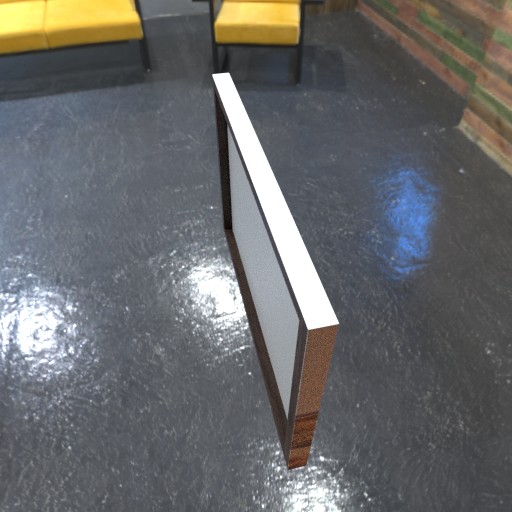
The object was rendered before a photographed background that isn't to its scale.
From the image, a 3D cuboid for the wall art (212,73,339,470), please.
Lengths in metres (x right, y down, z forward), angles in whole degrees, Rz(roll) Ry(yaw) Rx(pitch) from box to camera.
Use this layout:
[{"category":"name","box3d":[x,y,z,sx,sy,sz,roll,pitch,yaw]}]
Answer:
[{"category":"wall art","box3d":[0.000,0.000,1.202,0.050,0.610,0.914,-9,47,-9]}]
